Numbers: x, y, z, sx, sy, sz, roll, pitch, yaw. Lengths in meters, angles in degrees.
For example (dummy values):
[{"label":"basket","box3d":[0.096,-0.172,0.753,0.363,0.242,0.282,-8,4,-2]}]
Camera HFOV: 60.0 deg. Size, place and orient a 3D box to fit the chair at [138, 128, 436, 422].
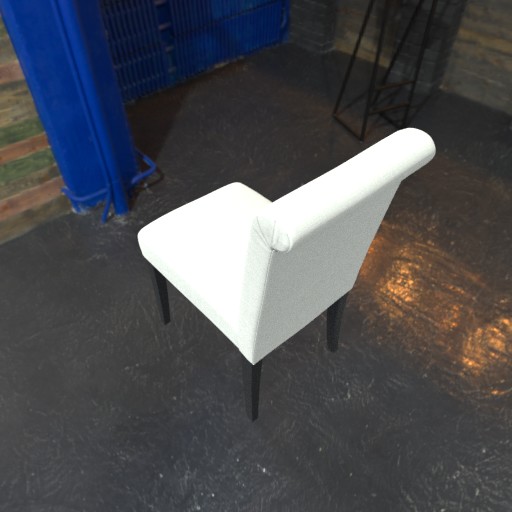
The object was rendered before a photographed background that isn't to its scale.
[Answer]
[{"label":"chair","box3d":[0.000,0.000,1.377,0.452,0.976,0.708,-32,54,-27]}]
